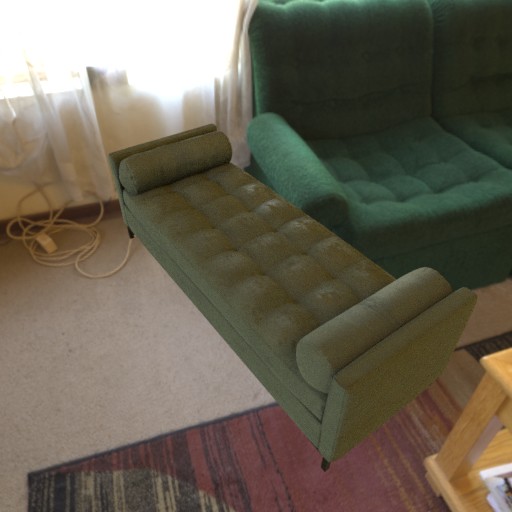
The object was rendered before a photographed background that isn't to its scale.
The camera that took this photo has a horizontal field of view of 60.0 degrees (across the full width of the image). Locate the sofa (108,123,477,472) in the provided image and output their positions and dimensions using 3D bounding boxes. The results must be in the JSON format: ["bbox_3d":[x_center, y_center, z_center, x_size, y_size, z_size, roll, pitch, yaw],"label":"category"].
[{"bbox_3d":[0.000,0.000,2.505,0.817,0.681,2.130,-25,47,-27],"label":"sofa"}]
